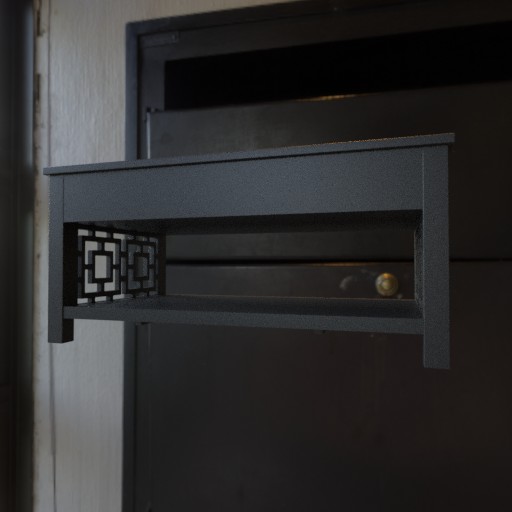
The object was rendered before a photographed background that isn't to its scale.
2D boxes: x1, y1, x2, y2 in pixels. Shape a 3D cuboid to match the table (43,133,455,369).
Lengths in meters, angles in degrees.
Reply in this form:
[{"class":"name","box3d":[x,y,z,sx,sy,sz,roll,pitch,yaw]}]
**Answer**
[{"class":"table","box3d":[0.000,0.000,1.372,1.068,0.493,0.612,0,-1,18]}]
